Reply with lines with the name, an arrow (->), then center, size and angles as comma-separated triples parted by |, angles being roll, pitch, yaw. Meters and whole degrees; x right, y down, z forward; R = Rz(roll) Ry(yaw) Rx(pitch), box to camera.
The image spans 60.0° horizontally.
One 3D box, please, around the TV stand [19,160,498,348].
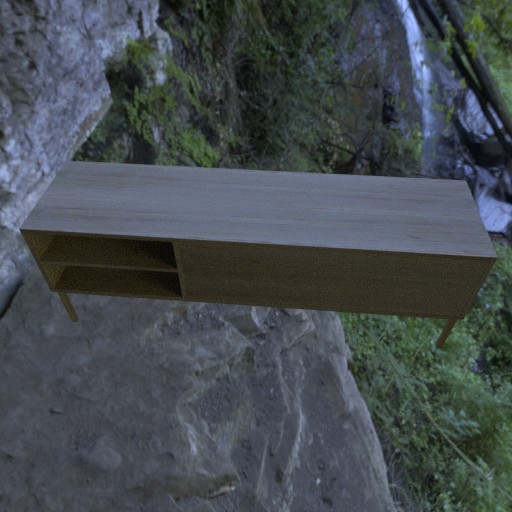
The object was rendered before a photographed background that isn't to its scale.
TV stand -> 0.000, 0.000, 1.818 | 1.600, 0.550, 0.420 | 4, 45, 3
